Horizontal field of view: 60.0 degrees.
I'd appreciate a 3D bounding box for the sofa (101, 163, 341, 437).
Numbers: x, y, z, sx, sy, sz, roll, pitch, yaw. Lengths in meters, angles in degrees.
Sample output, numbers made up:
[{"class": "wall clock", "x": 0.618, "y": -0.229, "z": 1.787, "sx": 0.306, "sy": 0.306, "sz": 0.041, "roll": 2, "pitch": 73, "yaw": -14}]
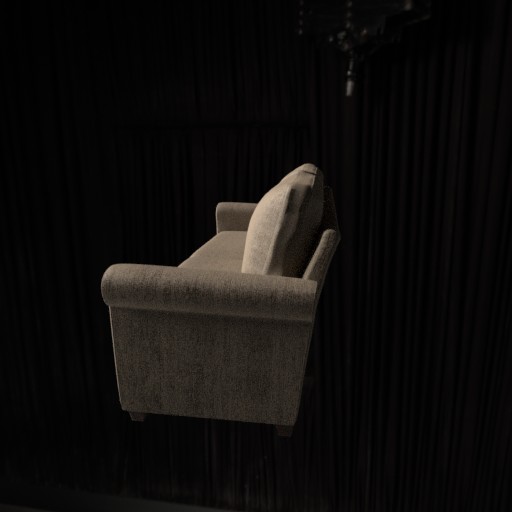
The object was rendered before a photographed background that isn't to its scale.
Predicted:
[{"class": "sofa", "x": 0.000, "y": 0.000, "z": 2.466, "sx": 0.842, "sy": 0.942, "sz": 1.935, "roll": 2, "pitch": 14, "yaw": 8}]
